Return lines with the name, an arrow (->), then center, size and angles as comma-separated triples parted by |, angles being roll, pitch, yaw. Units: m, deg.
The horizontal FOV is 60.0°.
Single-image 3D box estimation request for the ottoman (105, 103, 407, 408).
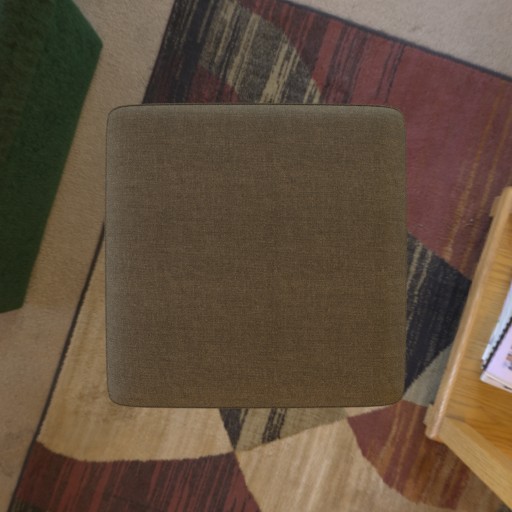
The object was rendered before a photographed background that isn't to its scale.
ottoman -> 0.000, 0.000, 1.725 | 1.067, 0.559, 1.067 | 0, 91, 0
